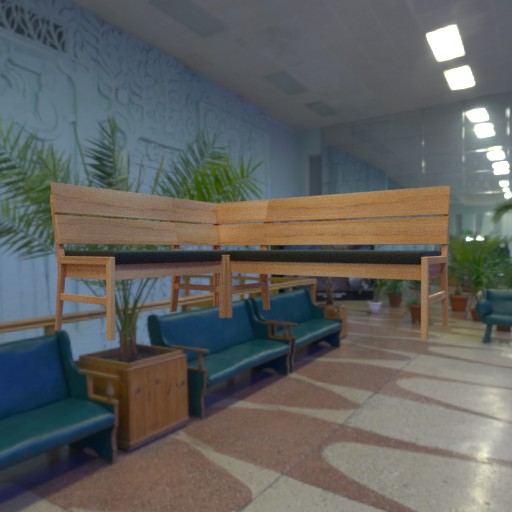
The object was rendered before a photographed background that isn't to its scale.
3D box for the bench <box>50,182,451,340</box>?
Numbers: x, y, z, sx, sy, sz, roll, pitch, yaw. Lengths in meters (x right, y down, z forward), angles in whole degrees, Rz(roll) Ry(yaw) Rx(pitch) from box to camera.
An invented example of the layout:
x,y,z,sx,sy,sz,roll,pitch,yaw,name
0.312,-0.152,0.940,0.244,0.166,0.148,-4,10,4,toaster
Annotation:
x,y,z,sx,sy,sz,roll,pitch,yaw,name
0.000,0.000,2.752,1.948,0.890,1.548,1,1,35,bench
